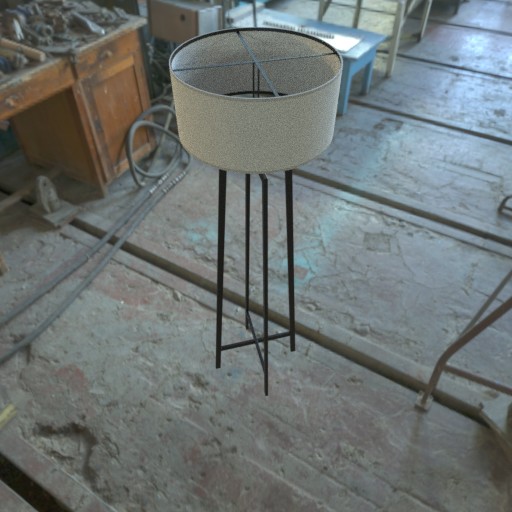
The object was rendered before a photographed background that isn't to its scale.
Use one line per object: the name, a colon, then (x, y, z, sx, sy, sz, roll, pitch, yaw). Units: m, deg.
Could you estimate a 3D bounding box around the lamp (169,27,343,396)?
lamp: (0.000, 0.000, 1.718, 0.456, 1.510, 0.457, -10, 47, -10)
